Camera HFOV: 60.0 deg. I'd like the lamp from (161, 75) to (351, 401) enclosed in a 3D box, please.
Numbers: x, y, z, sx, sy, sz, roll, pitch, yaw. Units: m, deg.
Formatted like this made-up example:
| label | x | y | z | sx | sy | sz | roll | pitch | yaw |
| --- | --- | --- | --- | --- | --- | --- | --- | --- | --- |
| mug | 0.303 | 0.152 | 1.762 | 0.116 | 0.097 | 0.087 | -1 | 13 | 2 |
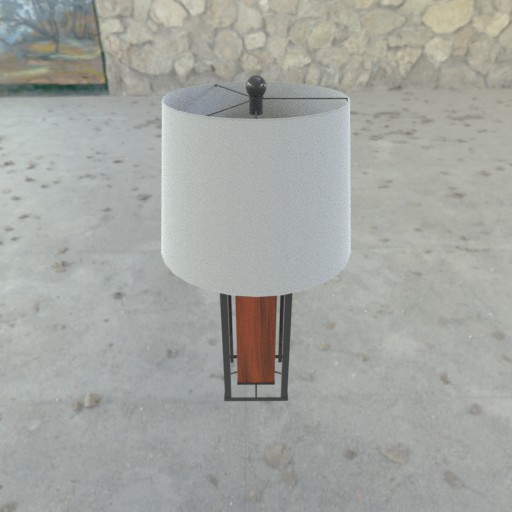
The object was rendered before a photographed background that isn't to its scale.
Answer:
| label | x | y | z | sx | sy | sz | roll | pitch | yaw |
| --- | --- | --- | --- | --- | --- | --- | --- | --- | --- |
| lamp | 0.000 | 0.000 | 0.773 | 0.320 | 0.591 | 0.320 | 0 | 30 | 0 |
